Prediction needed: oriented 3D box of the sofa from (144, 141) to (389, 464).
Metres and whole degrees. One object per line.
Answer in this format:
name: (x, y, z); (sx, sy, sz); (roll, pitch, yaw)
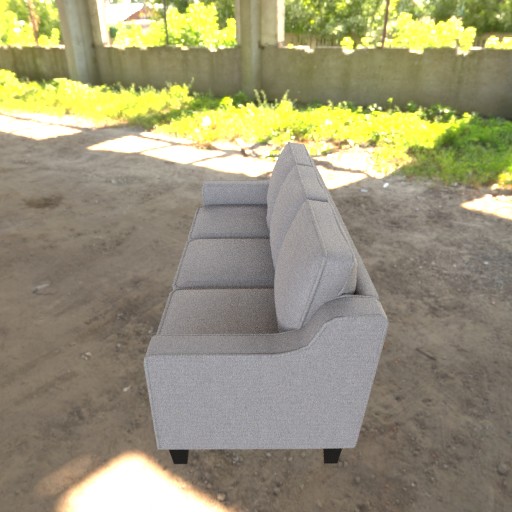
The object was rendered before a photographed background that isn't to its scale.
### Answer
sofa: (0.000, 0.000, 2.578); (0.899, 0.950, 2.129); (0, 27, 0)
